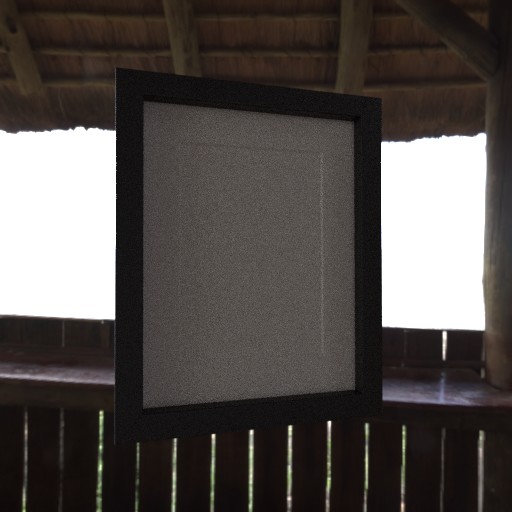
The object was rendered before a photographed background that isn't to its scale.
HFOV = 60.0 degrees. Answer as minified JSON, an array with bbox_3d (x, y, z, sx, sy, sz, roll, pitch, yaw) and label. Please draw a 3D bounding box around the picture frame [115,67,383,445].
[{"bbox_3d":[0.000,0.000,0.508,0.307,0.383,0.036,0,0,-16],"label":"picture frame"}]
